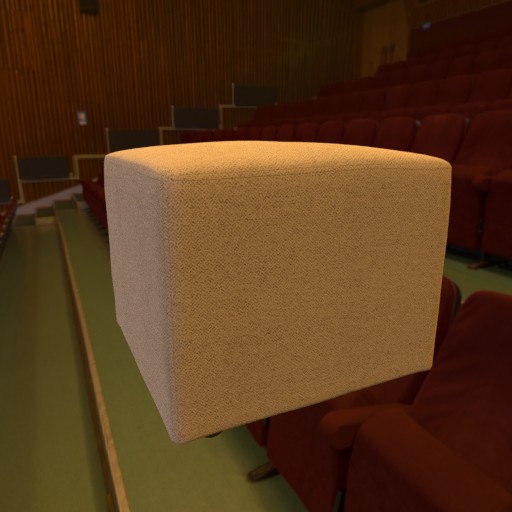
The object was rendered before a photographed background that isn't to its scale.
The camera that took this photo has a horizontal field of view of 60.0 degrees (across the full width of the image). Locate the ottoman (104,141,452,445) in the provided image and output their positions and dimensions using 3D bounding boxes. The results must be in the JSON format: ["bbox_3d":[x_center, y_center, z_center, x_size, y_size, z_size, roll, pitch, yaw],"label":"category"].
[{"bbox_3d":[0.000,0.000,0.906,0.512,0.453,0.521,-7,17,-25],"label":"ottoman"}]
